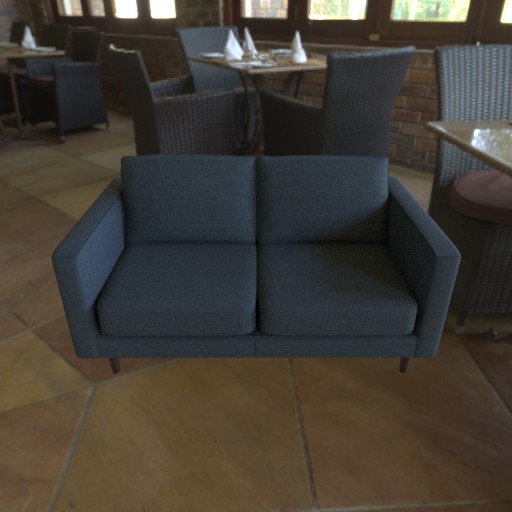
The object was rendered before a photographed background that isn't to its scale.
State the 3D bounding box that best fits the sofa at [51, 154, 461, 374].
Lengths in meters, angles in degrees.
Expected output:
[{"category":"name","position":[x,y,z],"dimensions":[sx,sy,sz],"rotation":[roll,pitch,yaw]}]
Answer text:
[{"category":"sofa","position":[0.000,0.000,2.298],"dimensions":[1.659,0.907,0.999],"rotation":[0,29,0]}]
